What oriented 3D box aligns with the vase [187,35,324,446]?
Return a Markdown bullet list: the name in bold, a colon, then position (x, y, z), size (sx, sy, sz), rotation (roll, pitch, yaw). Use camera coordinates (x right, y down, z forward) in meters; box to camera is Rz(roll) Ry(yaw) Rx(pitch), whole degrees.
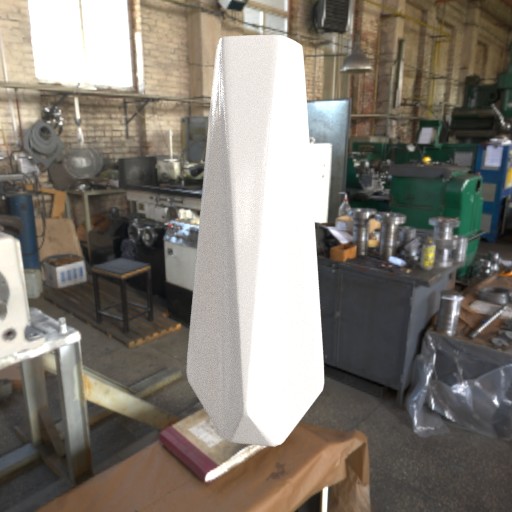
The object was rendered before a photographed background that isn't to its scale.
- **vase**: position (0.000, 0.000, 0.373), size (0.122, 0.329, 0.116), rotation (2, 15, 8)
